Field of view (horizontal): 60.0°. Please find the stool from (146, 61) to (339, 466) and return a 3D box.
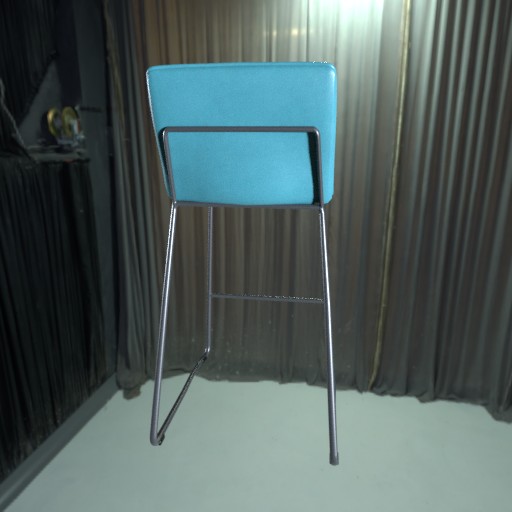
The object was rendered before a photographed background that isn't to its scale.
[{"bbox_3d":[0.000,0.000,1.233,0.489,0.936,0.524,2,16,8],"label":"stool"}]
